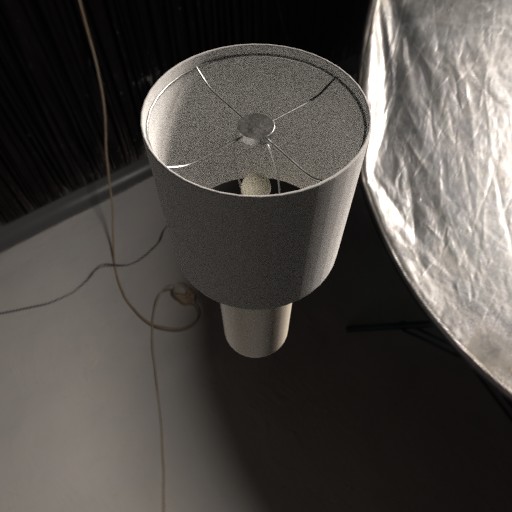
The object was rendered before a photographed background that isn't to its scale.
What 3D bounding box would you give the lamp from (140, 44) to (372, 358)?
[{"bbox_3d":[0.000,0.000,0.614,0.212,0.493,0.212,-33,63,-20],"label":"lamp"}]
